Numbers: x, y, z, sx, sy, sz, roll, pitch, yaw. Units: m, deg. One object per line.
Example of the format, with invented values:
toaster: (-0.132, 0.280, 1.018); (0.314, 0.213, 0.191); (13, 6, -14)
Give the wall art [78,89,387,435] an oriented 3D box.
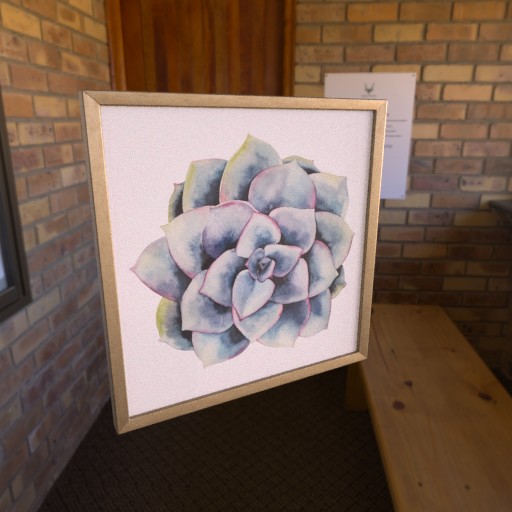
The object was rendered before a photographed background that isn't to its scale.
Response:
wall art: (0.000, 0.000, 0.744); (0.503, 0.506, 0.030); (-9, 19, -27)
